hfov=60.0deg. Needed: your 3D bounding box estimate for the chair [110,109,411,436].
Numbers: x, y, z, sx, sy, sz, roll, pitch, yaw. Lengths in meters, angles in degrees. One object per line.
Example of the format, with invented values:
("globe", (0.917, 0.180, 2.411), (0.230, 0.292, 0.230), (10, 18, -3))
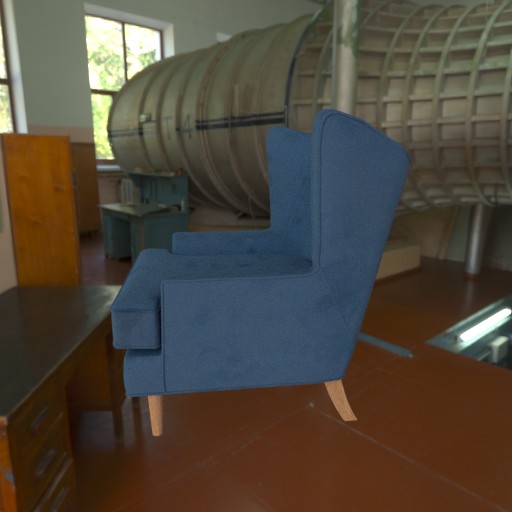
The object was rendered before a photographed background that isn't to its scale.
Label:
("chair", (0.000, 0.000, 1.606), (0.910, 0.952, 0.793), (-2, 13, -8))
